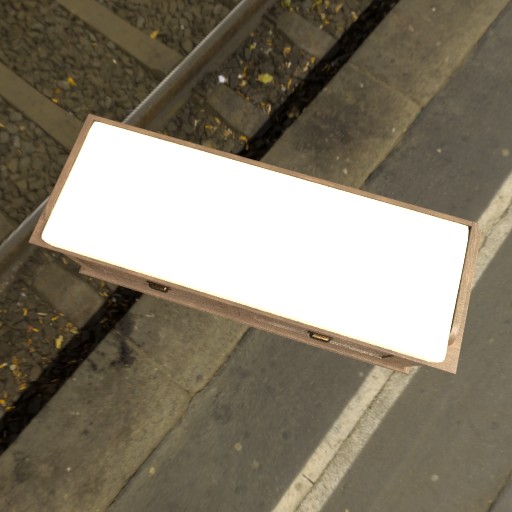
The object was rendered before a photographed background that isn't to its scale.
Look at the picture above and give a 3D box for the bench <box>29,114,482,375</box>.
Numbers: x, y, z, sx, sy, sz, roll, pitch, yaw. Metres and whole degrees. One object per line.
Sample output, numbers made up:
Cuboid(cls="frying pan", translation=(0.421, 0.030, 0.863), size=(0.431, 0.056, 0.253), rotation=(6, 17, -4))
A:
Cuboid(cls="bench", translation=(0.000, 0.000, 1.415), size=(1.185, 0.501, 0.402), rotation=(17, 75, 5))
